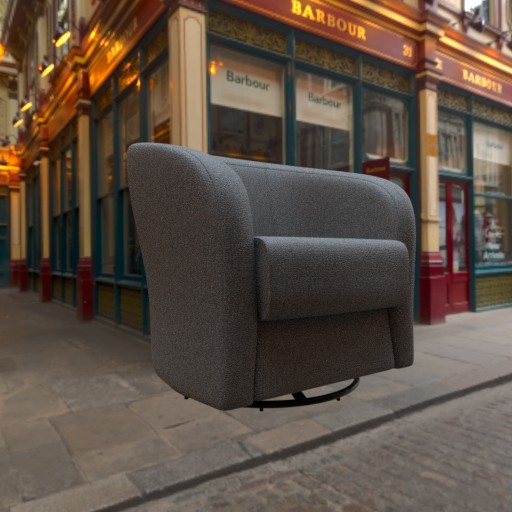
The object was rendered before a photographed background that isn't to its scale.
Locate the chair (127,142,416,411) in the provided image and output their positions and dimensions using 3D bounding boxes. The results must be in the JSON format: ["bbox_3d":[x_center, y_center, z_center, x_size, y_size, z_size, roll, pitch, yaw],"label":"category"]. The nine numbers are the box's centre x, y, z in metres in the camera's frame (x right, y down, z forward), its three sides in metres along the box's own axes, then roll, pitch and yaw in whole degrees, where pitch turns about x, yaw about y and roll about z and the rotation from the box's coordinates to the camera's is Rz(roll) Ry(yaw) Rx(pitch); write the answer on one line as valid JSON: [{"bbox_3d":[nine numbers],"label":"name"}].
[{"bbox_3d":[0.000,0.000,1.427,0.791,0.771,0.815,0,0,-36],"label":"chair"}]
